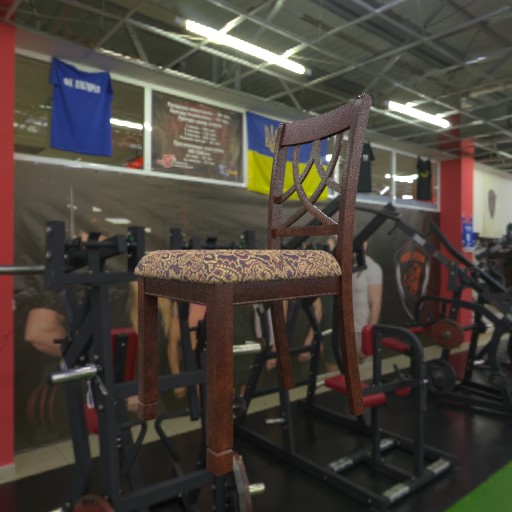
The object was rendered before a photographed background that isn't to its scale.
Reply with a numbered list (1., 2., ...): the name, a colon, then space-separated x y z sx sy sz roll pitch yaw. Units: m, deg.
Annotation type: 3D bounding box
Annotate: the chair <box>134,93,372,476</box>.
1. chair: 0.000 0.000 1.313 0.584 0.965 0.457 0 1 -37
